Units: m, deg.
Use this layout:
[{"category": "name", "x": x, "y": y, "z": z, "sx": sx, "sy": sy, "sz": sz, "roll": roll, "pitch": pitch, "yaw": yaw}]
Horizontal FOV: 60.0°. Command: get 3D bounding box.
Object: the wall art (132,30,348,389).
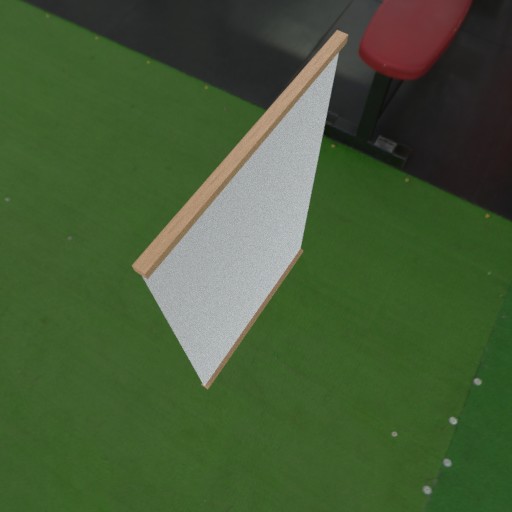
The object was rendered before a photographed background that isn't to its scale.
[{"category": "wall art", "x": 0.000, "y": 0.000, "z": 0.639, "sx": 0.013, "sy": 0.510, "sz": 0.335, "roll": 31, "pitch": 67, "yaw": 14}]
